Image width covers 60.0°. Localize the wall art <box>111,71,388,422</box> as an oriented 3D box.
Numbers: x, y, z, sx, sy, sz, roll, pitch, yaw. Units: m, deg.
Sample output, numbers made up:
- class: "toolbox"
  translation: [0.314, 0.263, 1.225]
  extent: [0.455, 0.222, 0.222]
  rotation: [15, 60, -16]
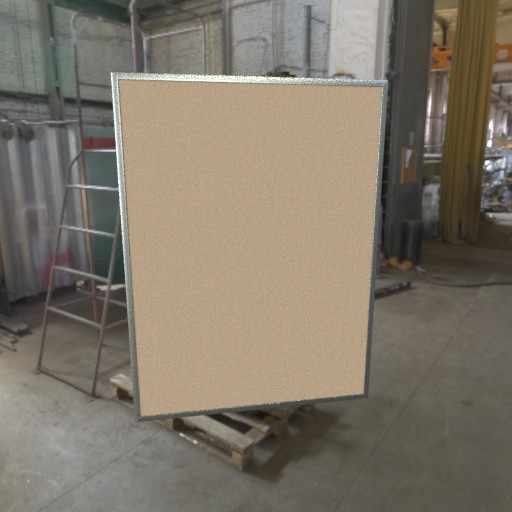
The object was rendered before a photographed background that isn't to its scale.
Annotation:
- class: "wall art"
  translation: [0.000, 0.000, 1.404]
  extent: [0.803, 1.062, 0.041]
  rotation: [-2, 13, -10]
